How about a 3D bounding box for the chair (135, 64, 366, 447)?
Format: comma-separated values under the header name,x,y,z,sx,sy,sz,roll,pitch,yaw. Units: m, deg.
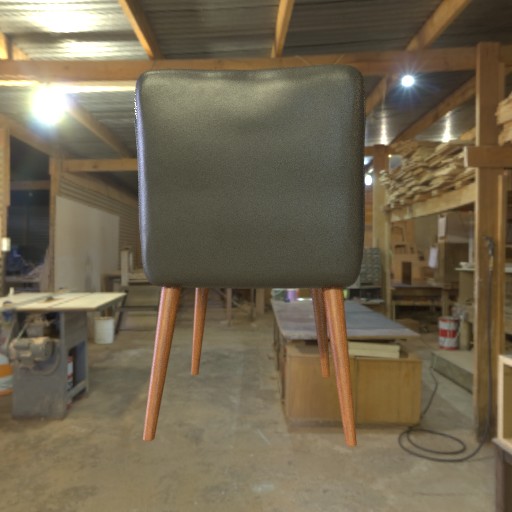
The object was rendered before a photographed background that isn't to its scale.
name,x,y,z,sx,sy,sz,roll,pitch,yaw
chair,0.000,0.000,1.214,0.543,0.801,0.645,0,0,-1
